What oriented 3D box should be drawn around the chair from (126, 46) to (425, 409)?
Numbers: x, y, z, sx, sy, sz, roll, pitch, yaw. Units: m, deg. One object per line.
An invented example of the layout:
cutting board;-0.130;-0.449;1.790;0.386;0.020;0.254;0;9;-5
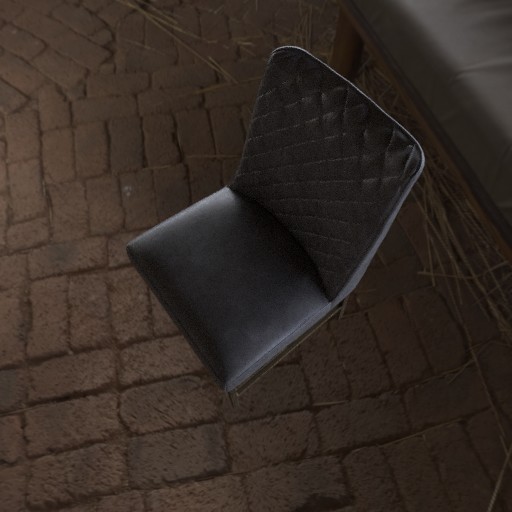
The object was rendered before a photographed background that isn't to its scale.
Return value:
chair;0.000;0.000;1.265;0.587;0.889;0.508;-34;68;-16
